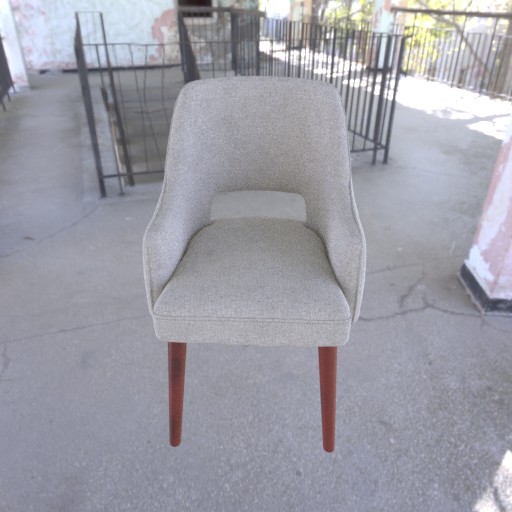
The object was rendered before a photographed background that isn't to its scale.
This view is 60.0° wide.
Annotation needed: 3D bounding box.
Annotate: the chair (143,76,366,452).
[{"bbox_3d":[0.000,0.000,1.230,0.548,0.849,0.605,1,31,2],"label":"chair"}]
